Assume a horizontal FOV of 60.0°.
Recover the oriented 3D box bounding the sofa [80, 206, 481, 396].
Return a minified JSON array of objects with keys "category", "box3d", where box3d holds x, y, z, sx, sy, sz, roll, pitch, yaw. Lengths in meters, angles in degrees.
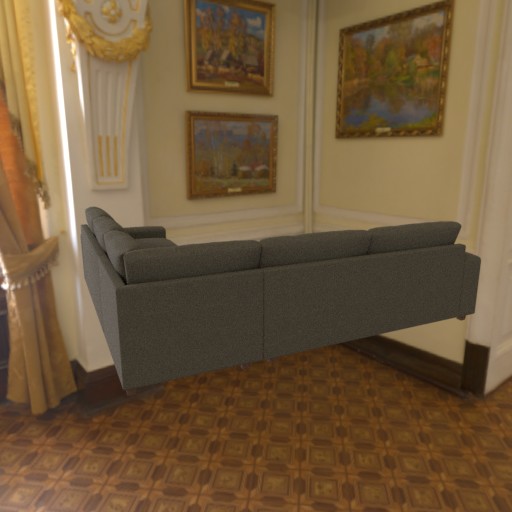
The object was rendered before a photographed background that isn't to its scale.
[{"category":"sofa","box3d":[0.000,0.000,4.730,3.277,0.965,2.895,-6,15,-25]}]
